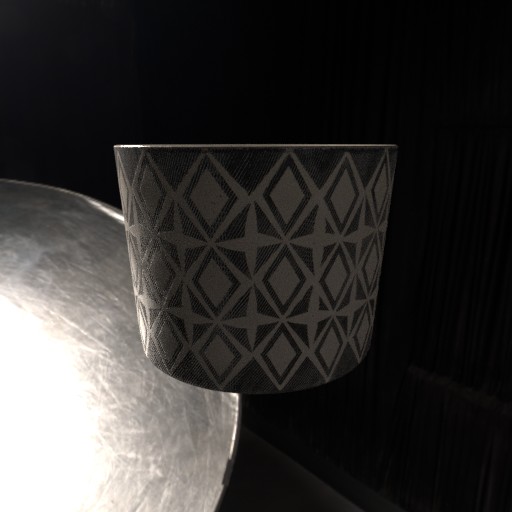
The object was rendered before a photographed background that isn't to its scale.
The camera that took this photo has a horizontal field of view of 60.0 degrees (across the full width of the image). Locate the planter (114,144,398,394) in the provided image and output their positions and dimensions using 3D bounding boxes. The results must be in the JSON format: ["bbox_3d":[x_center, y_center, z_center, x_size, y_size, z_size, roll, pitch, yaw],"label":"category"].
[{"bbox_3d":[0.000,0.000,0.452,0.260,0.220,0.260,0,14,0],"label":"planter"}]
